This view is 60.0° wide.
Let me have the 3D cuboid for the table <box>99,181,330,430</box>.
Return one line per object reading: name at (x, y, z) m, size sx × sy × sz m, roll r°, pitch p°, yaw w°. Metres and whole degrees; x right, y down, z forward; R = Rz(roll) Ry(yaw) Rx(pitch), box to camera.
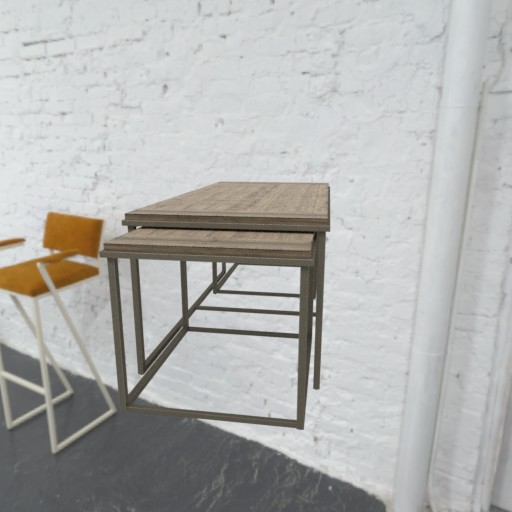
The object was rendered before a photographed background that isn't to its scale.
table at (0.000, 0.000, 1.530) m, size 0.489 × 0.427 × 1.312 m, roll 2°, pitch 14°, yaw 9°
